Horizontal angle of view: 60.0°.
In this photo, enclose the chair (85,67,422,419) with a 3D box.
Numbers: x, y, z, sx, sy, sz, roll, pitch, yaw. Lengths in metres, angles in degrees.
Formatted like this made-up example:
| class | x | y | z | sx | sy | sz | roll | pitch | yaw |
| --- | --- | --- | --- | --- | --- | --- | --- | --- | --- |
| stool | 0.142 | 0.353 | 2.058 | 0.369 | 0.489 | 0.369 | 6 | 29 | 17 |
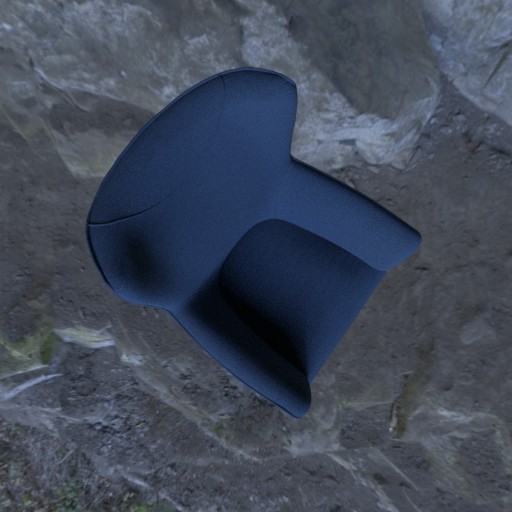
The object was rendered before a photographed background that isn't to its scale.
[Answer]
| class | x | y | z | sx | sy | sz | roll | pitch | yaw |
| --- | --- | --- | --- | --- | --- | --- | --- | --- | --- |
| chair | 0.000 | 0.000 | 1.617 | 0.888 | 0.933 | 0.781 | 36 | 78 | 9 |
